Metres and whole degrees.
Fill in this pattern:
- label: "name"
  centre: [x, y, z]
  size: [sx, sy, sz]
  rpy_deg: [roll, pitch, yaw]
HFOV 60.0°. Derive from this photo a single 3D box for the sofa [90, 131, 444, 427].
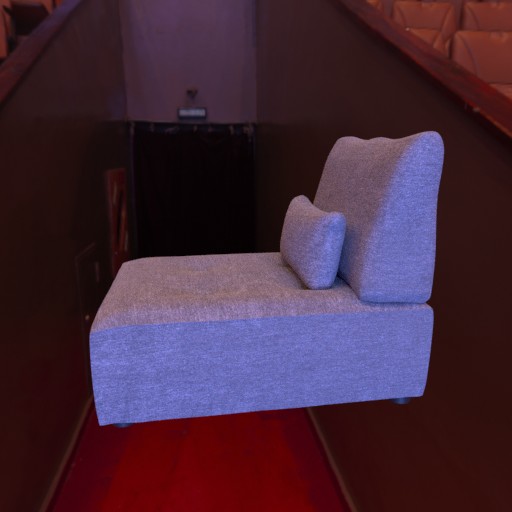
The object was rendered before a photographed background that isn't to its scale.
- label: "sofa"
  centre: [0.000, 0.000, 1.541]
  size: [1.000, 0.820, 0.700]
  rpy_deg: [-2, 14, -9]
